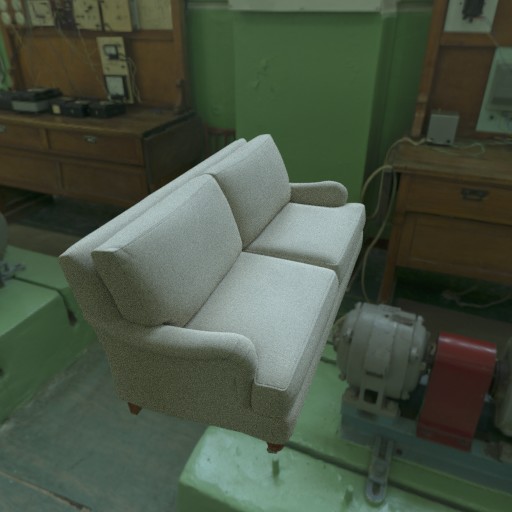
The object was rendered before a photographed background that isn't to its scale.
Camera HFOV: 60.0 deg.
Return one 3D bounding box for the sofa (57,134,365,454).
[{"bbox_3d":[0.000,0.000,2.728,1.091,0.997,2.070,11,31,18],"label":"sofa"}]
